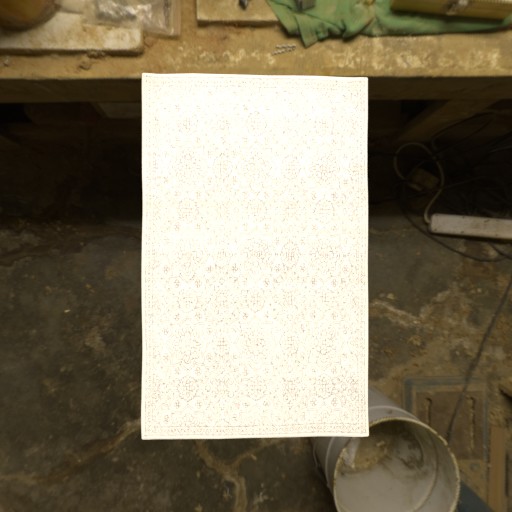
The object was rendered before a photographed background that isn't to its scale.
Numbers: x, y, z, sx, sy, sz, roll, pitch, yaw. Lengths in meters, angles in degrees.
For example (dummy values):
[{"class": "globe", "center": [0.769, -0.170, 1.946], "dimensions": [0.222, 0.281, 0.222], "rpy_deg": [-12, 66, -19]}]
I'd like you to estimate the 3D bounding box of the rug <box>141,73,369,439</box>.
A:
[{"class": "rug", "center": [0.000, 0.000, 2.963], "dimensions": [1.518, 0.023, 2.434], "rpy_deg": [0, 90, -2]}]
